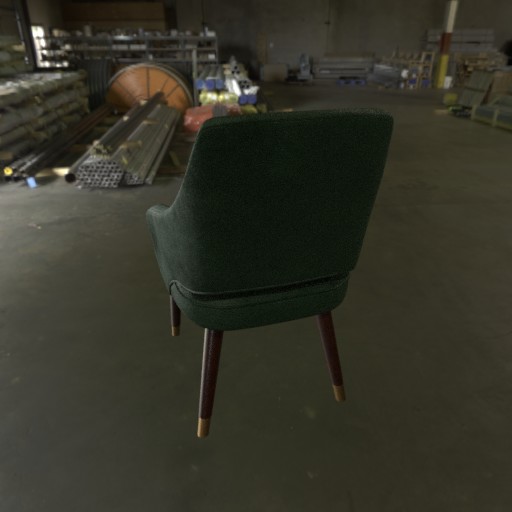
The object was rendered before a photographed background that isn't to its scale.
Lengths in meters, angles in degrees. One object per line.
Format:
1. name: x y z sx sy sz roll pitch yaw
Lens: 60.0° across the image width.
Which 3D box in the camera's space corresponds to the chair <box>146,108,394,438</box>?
1. chair: 0.000 0.000 1.558 0.683 1.081 0.794 -8 27 -16
